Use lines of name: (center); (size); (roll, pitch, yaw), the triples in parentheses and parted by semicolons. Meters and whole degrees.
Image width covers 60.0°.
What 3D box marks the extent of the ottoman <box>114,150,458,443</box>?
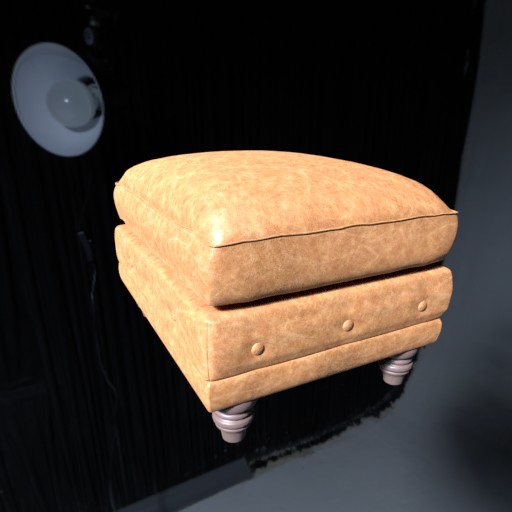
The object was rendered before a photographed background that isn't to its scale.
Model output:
ottoman: (0.000, 0.000, 1.059); (0.533, 0.480, 0.710); (-9, 20, -26)
